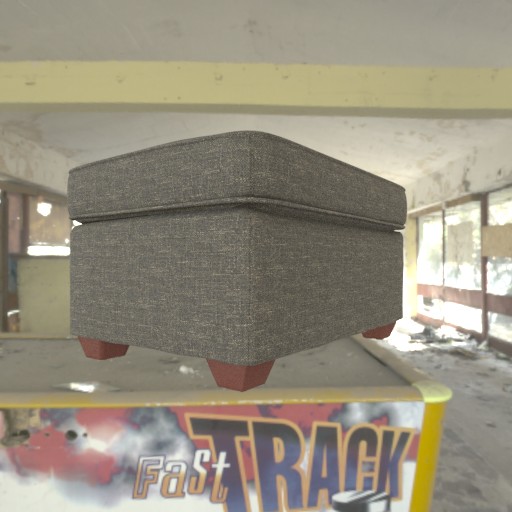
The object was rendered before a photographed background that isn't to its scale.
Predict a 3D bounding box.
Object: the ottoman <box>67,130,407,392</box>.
[{"bbox_3d":[0.000,0.000,1.103,0.549,0.450,0.749,-1,-1,37],"label":"ottoman"}]
